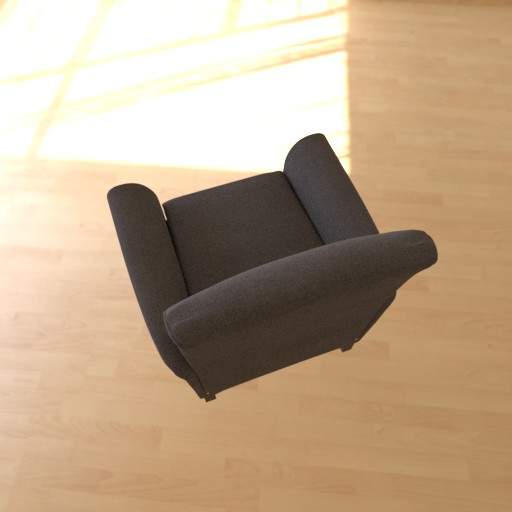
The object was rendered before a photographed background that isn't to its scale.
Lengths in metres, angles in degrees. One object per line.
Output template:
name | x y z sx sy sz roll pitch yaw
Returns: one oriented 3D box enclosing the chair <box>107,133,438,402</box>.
chair | 0.000 0.000 1.733 0.978 1.061 0.905 -17 60 -10
